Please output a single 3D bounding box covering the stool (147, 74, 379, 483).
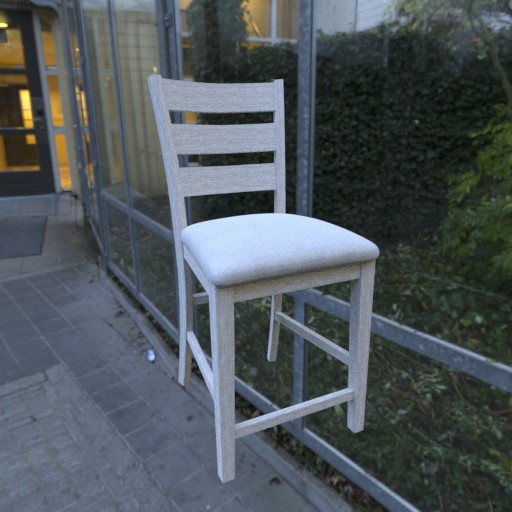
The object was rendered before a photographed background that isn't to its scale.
[{"bbox_3d":[0.000,0.000,1.334,0.484,1.032,0.569,-9,19,-25],"label":"stool"}]
